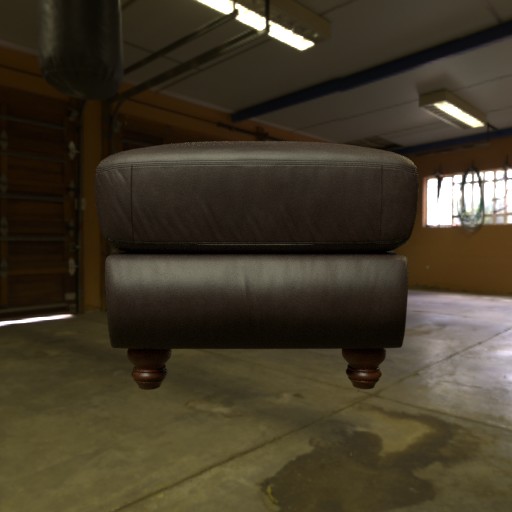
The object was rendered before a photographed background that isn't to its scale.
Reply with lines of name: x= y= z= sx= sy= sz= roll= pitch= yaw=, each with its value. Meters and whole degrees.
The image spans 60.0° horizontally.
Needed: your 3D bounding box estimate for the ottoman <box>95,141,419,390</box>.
ottoman: x=0.000 y=0.000 z=1.273 sx=0.670 sy=0.569 sz=0.806 roll=0 pitch=1 yaw=0
